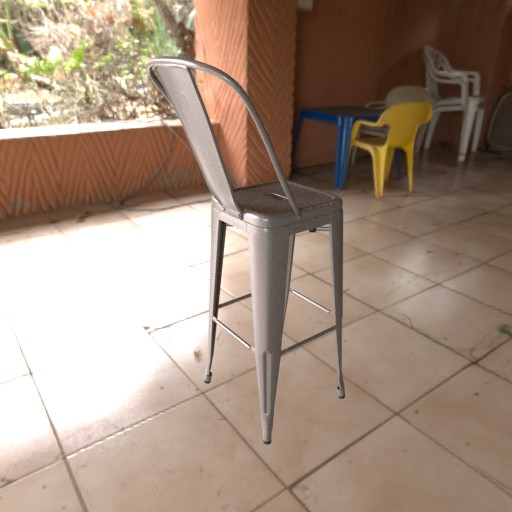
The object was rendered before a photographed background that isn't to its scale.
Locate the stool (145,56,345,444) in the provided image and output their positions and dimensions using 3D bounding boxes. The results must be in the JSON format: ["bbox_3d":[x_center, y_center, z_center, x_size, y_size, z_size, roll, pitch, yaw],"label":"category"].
[{"bbox_3d":[0.000,0.000,1.336,0.513,1.096,0.399,-17,29,-33],"label":"stool"}]
